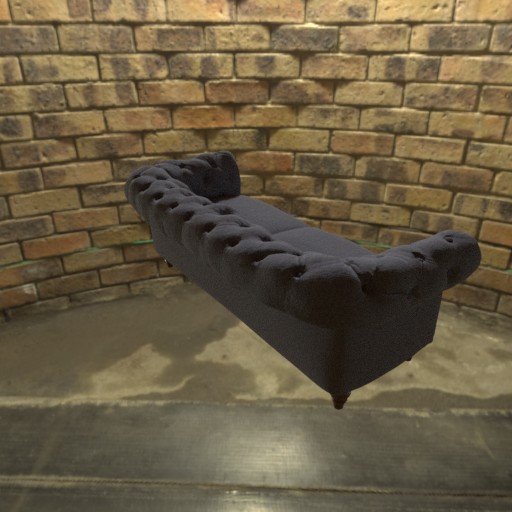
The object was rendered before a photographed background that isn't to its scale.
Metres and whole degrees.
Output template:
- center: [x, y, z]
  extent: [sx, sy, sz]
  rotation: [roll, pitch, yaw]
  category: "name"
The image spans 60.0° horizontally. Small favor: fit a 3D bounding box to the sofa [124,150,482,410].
- center: [0.000, 0.000, 2.817]
  extent: [1.046, 0.836, 2.335]
  rotation: [-18, 32, -32]
  category: "sofa"
